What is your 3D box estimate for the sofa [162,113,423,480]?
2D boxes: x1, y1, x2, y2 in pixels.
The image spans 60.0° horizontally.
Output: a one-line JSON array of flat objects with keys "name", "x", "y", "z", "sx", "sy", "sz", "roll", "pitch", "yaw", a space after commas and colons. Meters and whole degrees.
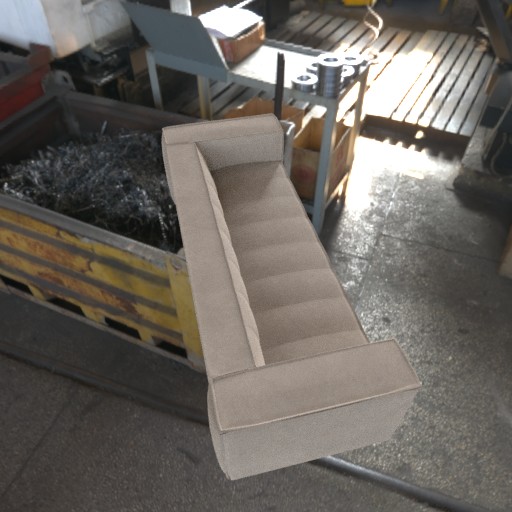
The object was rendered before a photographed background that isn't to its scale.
[{"name": "sofa", "x": 0.000, "y": 0.000, "z": 3.125, "sx": 1.038, "sy": 0.680, "sz": 2.697, "roll": -10, "pitch": 47, "yaw": -9}]
